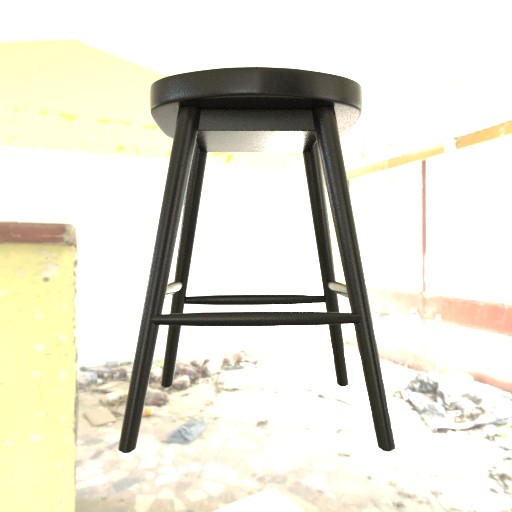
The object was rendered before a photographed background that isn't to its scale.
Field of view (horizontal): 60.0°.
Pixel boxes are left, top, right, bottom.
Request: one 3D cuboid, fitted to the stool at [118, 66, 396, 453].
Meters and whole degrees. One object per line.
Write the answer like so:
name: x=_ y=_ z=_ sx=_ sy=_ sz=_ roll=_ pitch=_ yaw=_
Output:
stool: x=0.000 y=0.000 z=0.869 sx=0.440 sy=0.615 sz=0.361 roll=0 pitch=1 yaw=-1
